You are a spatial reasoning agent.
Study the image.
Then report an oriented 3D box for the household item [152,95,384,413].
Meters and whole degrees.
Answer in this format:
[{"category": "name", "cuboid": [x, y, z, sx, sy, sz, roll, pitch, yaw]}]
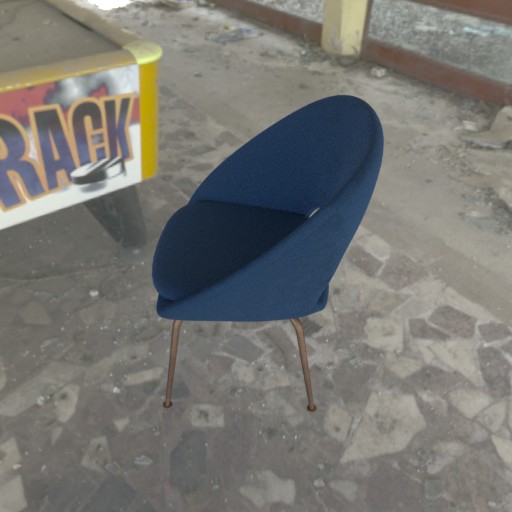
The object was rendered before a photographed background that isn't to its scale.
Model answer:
[{"category": "household item", "cuboid": [0.000, 0.000, 1.277, 0.573, 0.852, 0.623, 1, 40, 1]}]
